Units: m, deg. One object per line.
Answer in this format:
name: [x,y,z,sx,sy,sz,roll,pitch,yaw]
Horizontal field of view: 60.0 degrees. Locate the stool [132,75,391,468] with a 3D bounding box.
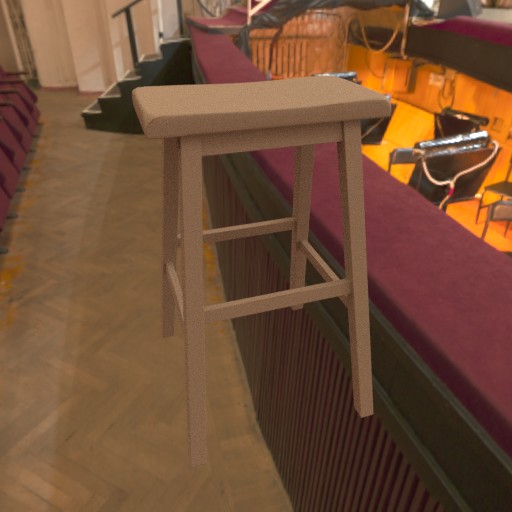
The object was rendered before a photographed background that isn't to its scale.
stool: [0.000,0.000,1.038,0.457,0.737,0.476,-10,33,-15]
